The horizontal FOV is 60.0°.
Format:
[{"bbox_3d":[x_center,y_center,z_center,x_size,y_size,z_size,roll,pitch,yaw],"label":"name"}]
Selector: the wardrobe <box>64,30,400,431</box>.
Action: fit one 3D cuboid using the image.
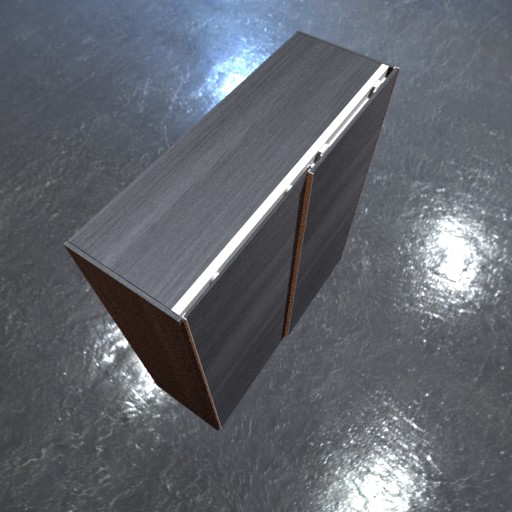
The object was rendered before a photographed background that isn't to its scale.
[{"bbox_3d":[0.000,0.000,2.869,0.629,1.960,1.780,30,63,17],"label":"wardrobe"}]
